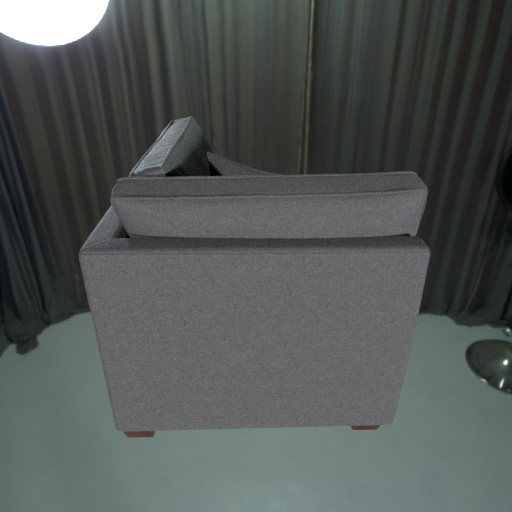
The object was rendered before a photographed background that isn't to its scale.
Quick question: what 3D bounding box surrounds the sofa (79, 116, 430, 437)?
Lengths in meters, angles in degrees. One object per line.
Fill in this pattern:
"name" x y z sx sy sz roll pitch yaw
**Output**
"sofa" 0.000 0.000 1.955 1.084 1.002 1.146 -1 28 -1
